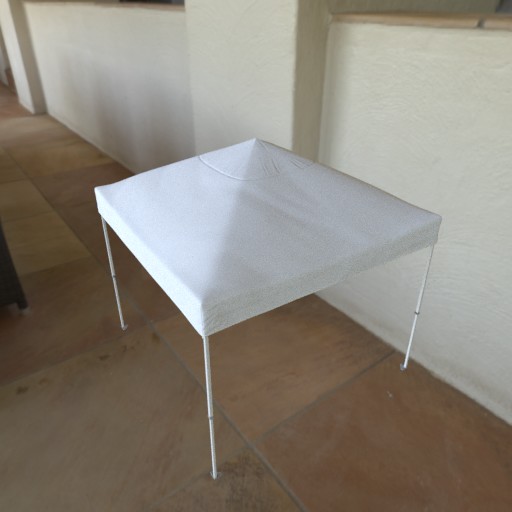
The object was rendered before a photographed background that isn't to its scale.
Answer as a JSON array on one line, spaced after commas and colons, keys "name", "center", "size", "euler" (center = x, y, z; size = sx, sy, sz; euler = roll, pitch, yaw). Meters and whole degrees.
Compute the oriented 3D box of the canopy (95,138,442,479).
[{"name": "canopy", "center": [0.000, 0.000, 5.629], "size": [2.996, 2.997, 2.998], "euler": [-18, 35, -28]}]
